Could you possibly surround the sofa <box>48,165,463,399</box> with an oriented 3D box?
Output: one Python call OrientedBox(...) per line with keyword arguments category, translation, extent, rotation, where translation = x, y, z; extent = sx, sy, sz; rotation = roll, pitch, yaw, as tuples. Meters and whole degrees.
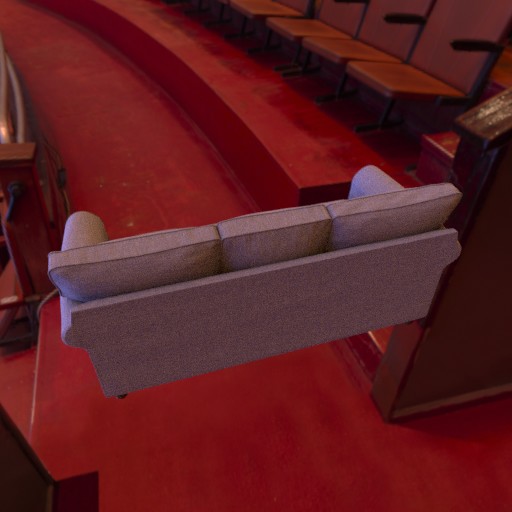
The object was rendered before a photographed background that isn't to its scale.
OrientedBox(category="sofa", translation=(0.000, 0.000, 2.591), extent=(2.084, 0.961, 0.916), rotation=(-11, 41, -13))
